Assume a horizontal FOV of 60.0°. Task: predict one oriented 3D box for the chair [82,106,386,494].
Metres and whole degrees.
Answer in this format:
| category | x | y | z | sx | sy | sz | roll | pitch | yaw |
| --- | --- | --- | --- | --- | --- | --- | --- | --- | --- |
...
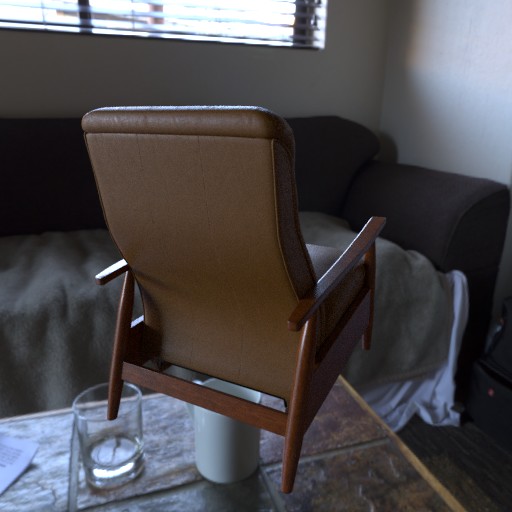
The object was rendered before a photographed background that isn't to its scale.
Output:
| category | x | y | z | sx | sy | sz | roll | pitch | yaw |
| --- | --- | --- | --- | --- | --- | --- | --- | --- | --- |
| chair | 0.000 | 0.000 | 1.705 | 0.762 | 1.082 | 1.014 | 9 | 20 | 26 |
